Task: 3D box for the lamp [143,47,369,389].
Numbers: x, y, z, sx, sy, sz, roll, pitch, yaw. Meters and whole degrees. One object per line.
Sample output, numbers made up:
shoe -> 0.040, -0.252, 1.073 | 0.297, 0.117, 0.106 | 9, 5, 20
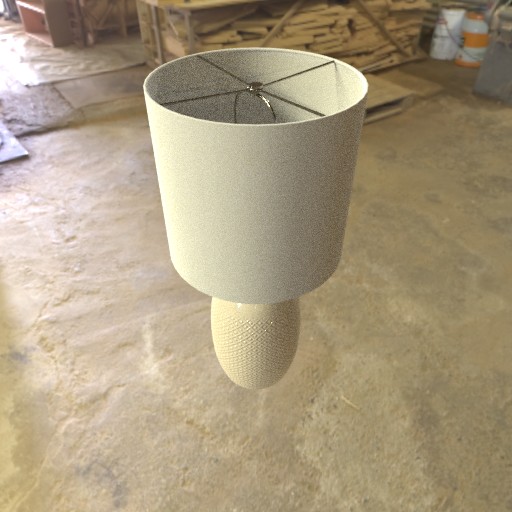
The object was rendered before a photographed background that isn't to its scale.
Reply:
lamp -> 0.000, 0.000, 0.579 | 0.217, 0.453, 0.217 | -25, 46, -27
